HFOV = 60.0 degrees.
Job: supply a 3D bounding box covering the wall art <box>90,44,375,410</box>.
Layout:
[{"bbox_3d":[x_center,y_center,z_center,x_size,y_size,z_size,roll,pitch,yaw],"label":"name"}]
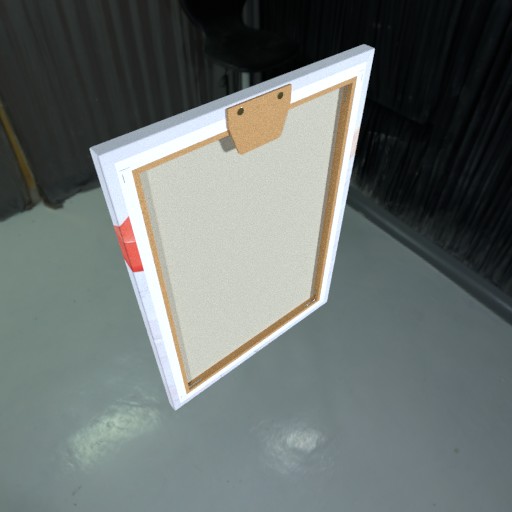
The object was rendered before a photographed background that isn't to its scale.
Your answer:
[{"bbox_3d":[0.000,0.000,1.089,0.613,0.848,0.036,-31,54,-26],"label":"wall art"}]
